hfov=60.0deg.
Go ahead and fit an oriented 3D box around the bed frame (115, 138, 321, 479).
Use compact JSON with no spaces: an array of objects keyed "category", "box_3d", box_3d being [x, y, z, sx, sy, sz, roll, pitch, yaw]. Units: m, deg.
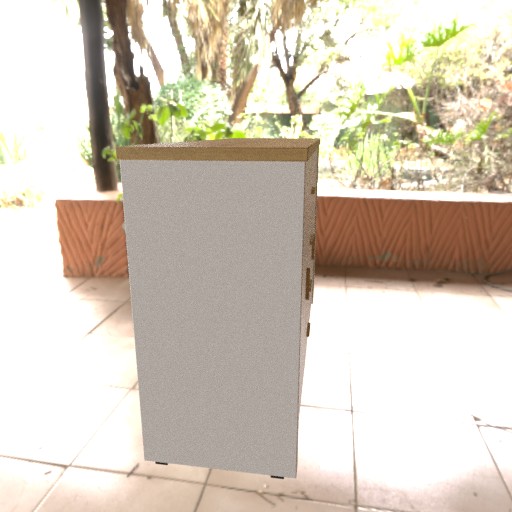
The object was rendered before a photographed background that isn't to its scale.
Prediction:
[{"category":"bed frame","box_3d":[0.000,0.000,1.691,0.430,0.850,1.300,2,16,9]}]
